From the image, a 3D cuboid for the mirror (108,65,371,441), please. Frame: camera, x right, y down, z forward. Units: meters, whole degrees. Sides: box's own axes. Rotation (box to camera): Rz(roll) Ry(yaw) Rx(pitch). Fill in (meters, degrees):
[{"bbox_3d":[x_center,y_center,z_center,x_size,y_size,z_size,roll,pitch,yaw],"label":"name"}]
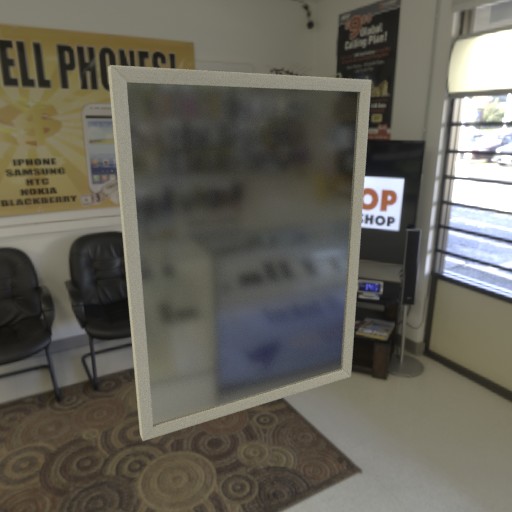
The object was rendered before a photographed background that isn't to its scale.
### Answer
[{"bbox_3d":[0.000,0.000,1.333,0.762,1.016,0.040,-8,18,-26],"label":"mirror"}]
